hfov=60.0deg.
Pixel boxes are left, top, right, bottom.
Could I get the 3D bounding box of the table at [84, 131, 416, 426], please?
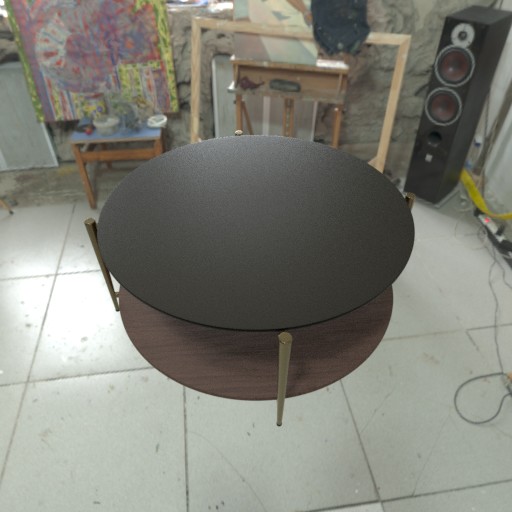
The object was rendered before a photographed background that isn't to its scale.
[{"bbox_3d":[0.000,0.000,1.487,0.938,0.400,0.938,-27,49,-27],"label":"table"}]
